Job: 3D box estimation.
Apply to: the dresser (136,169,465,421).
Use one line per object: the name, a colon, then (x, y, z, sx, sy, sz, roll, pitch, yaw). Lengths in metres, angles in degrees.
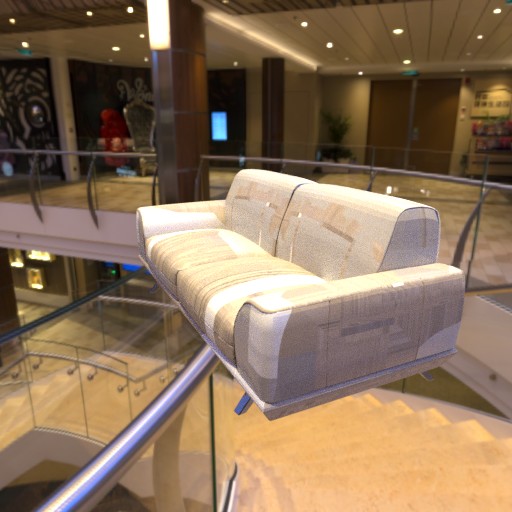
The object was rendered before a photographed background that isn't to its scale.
dresser: (0.000, 0.000, 5.780, 2.251, 1.863, 4.679, -8, 19, -25)
